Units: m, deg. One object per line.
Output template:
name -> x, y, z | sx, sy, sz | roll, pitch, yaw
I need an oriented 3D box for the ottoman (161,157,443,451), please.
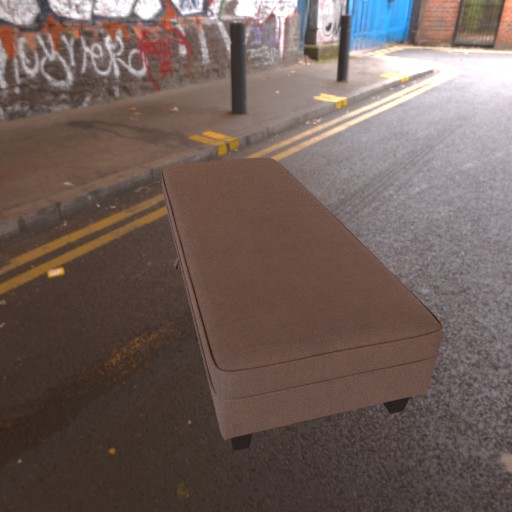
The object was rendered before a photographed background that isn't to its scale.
ottoman -> 0.000, 0.000, 2.056 | 0.751, 0.470, 1.764 | -8, 31, -13
